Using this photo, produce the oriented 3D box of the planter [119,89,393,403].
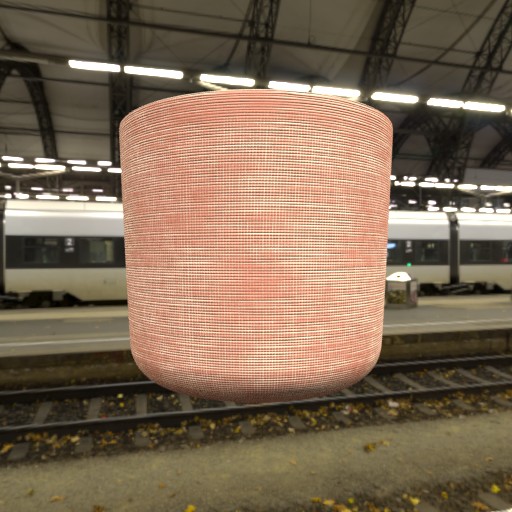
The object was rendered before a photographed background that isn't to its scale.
[{"bbox_3d":[0.000,0.000,0.747,0.440,0.398,0.440,0,0,0],"label":"planter"}]
